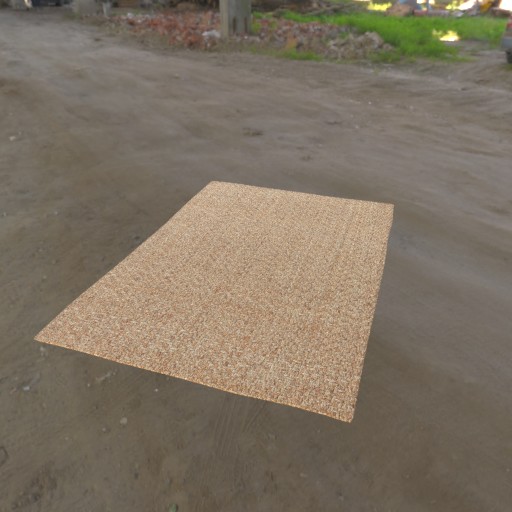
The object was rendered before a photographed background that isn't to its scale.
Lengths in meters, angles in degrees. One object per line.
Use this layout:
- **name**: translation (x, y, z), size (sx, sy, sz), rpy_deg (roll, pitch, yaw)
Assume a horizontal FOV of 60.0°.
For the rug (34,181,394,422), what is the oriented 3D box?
- **rug**: translation (0.000, 0.000, 2.790), size (1.566, 0.013, 2.141), rpy_deg (10, 33, 16)
